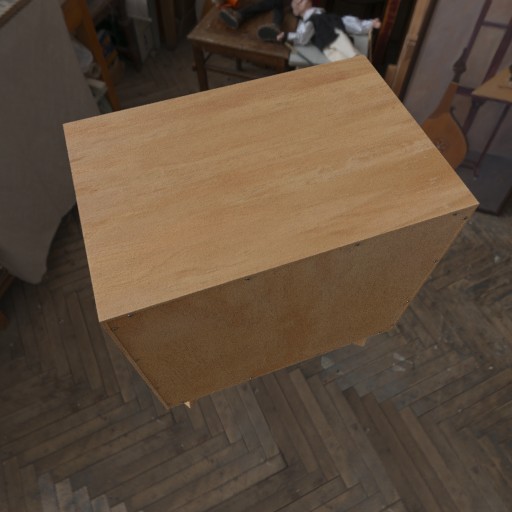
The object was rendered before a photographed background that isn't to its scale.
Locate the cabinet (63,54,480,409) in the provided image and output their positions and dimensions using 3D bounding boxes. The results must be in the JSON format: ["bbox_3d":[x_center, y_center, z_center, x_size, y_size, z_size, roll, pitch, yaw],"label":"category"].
[{"bbox_3d":[0.000,0.000,0.949,0.551,0.599,0.394,-17,60,-10],"label":"cabinet"}]
